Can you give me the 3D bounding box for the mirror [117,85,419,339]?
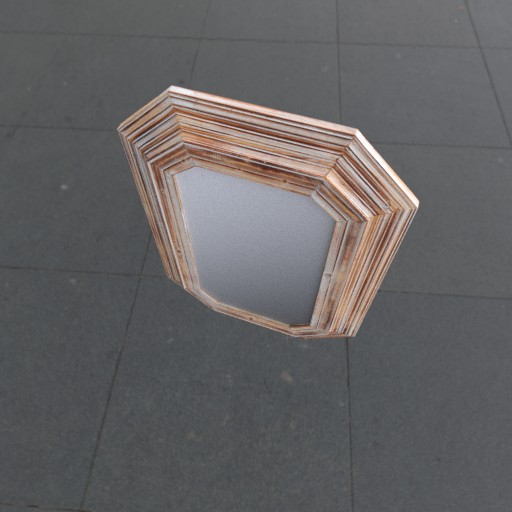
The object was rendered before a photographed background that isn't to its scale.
[{"bbox_3d":[0.000,0.000,1.286,0.709,1.015,0.061,17,59,10],"label":"mirror"}]
